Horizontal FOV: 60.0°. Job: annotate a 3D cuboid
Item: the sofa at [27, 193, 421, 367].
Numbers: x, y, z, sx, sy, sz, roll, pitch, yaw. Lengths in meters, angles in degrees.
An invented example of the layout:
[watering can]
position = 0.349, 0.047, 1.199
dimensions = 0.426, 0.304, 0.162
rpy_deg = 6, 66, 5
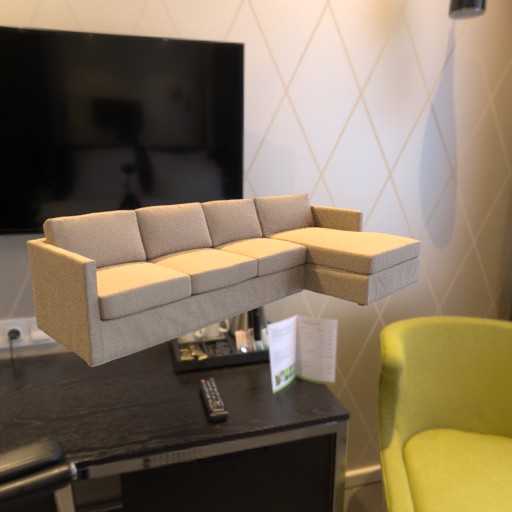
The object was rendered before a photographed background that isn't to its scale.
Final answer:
[sofa]
position = 0.000, 0.000, 3.871
dimensions = 1.622, 0.871, 3.206
rpy_deg = 13, 18, 42
